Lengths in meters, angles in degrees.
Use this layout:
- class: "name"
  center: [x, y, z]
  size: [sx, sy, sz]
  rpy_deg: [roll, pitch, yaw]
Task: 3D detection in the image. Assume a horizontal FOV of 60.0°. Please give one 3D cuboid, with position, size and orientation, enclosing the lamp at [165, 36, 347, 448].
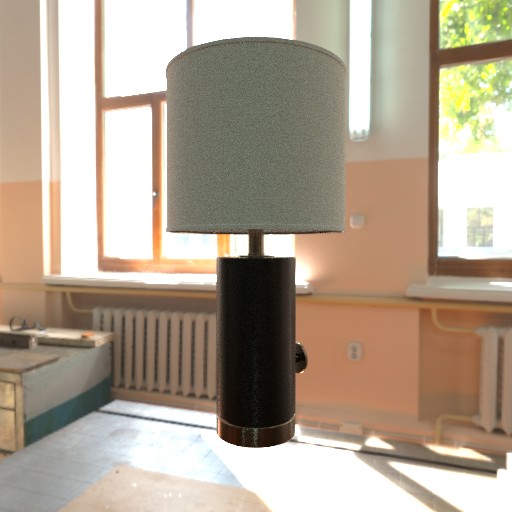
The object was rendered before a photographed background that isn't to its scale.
- class: "lamp"
  center: [0.000, 0.000, 0.606]
  size: [0.240, 0.482, 0.241]
  rpy_deg: [-1, 2, -35]
